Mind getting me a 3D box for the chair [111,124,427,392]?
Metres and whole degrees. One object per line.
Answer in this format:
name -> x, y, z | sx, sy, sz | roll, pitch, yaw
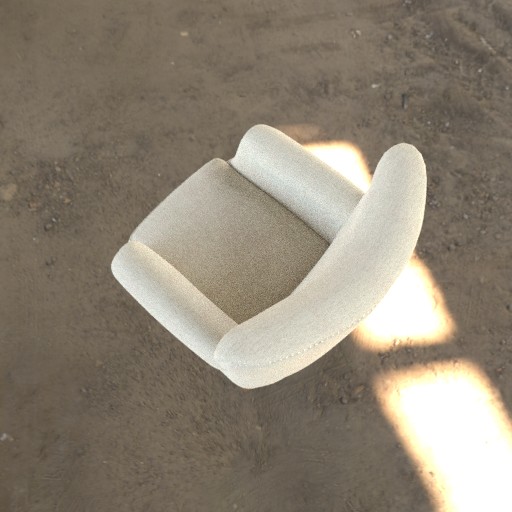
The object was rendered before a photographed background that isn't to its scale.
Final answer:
chair -> 0.000, 0.000, 1.655 | 0.921, 0.936, 0.861 | 37, 69, 16
